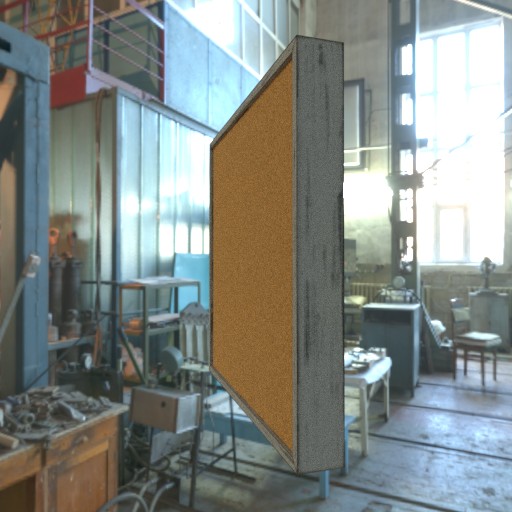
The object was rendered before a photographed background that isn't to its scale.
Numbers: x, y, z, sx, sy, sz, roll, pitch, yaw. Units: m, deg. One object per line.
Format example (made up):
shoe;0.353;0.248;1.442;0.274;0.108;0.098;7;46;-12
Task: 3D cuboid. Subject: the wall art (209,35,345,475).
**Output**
wall art;0.000;0.000;0.455;0.036;0.303;0.303;0;-1;-17
